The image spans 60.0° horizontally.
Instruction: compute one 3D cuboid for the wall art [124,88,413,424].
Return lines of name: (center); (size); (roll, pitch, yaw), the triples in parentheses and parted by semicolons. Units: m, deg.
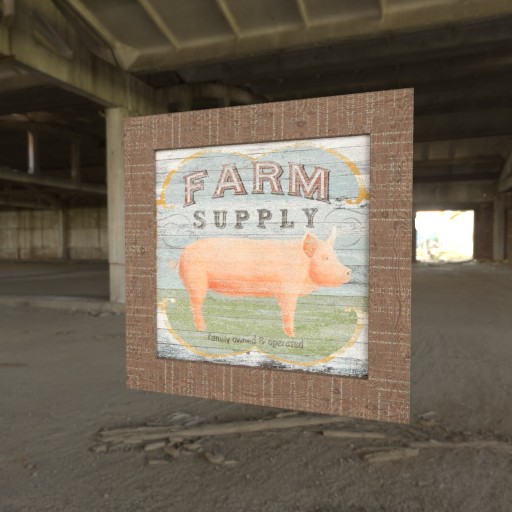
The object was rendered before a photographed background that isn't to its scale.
wall art: (0.000, 0.000, 0.804); (0.531, 0.531, 0.040); (1, 2, 19)
